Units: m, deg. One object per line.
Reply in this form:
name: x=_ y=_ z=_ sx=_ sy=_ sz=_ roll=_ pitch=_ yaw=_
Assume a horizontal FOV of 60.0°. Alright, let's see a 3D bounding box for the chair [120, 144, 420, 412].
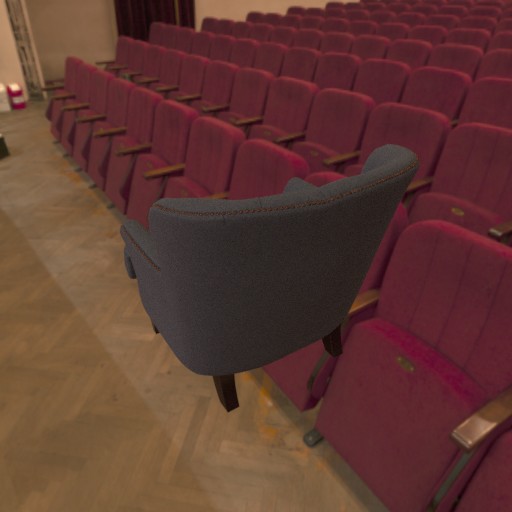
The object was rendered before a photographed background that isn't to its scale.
chair: x=0.000 y=0.000 z=1.608 sx=0.848 sy=0.868 sz=0.906 roll=-19 pitch=36 yaw=-27
